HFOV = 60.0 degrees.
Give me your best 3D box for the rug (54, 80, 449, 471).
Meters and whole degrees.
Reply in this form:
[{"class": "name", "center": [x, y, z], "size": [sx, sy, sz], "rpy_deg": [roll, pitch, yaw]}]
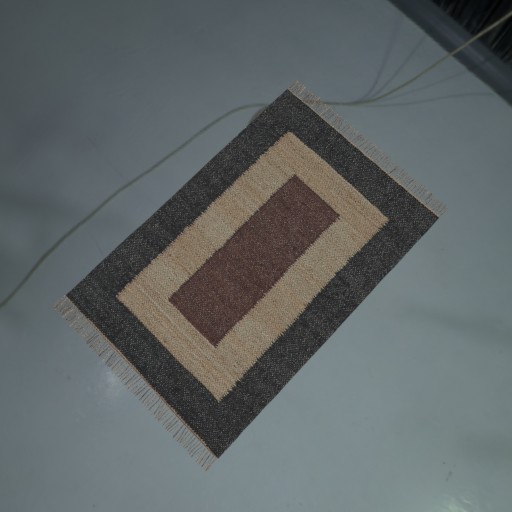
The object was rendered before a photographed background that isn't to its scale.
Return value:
[{"class": "rug", "center": [0.000, 0.000, 2.540], "size": [1.224, 0.027, 2.021], "rpy_deg": [43, 80, 9]}]
